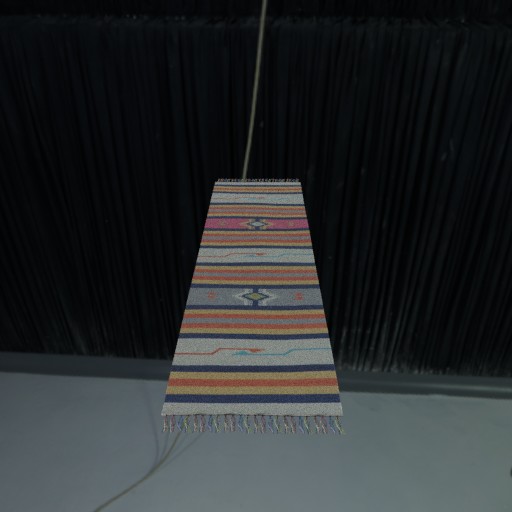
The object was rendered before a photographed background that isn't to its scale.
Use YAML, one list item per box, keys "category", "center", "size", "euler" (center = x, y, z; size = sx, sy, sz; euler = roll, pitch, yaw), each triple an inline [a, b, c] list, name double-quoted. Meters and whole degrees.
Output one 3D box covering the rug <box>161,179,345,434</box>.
- category: "rug"
  center: [0.000, 0.000, 2.660]
  size: [0.695, 0.017, 2.455]
  euler: [0, 32, 1]
